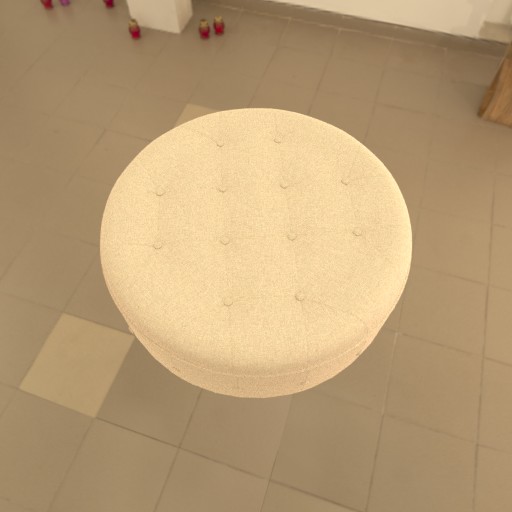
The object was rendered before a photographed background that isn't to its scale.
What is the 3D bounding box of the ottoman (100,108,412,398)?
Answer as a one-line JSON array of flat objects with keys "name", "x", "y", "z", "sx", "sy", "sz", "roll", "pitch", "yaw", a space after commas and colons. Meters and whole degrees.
[{"name": "ottoman", "x": 0.000, "y": 0.000, "z": 1.369, "sx": 0.848, "sy": 0.494, "sz": 0.848, "roll": 0, "pitch": 59, "yaw": 0}]
